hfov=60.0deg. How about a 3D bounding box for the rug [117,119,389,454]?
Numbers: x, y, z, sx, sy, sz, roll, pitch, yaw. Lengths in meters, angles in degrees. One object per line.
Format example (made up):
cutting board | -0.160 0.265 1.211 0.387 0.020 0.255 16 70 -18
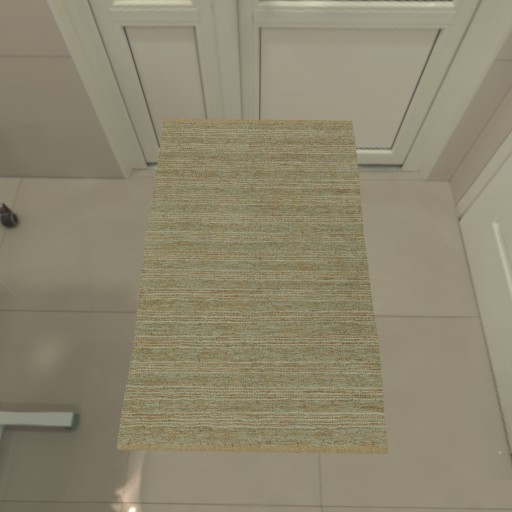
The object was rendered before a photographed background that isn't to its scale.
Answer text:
rug | 0.000 0.000 3.025 1.540 0.012 2.448 1 64 0
